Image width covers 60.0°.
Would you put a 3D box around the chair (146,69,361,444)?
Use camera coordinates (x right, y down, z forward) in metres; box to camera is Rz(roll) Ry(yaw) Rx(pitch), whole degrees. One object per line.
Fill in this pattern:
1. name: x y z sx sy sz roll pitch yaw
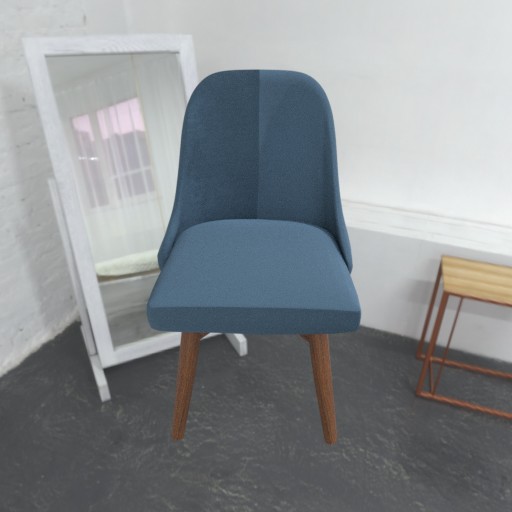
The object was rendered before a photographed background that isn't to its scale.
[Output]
1. chair: 0.000 0.000 1.220 0.503 0.882 0.589 1 30 1
